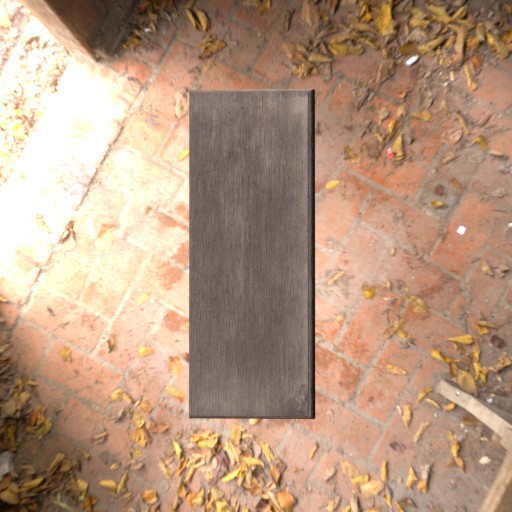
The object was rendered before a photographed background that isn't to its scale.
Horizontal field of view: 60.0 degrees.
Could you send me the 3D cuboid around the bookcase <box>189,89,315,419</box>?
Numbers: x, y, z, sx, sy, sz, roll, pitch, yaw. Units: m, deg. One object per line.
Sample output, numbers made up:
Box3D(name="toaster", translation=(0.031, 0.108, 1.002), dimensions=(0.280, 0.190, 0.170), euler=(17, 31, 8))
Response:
Box3D(name="bookcase", translation=(0.000, 0.000, 2.144), dimensions=(0.348, 1.880, 0.906), euler=(0, 90, 1))
